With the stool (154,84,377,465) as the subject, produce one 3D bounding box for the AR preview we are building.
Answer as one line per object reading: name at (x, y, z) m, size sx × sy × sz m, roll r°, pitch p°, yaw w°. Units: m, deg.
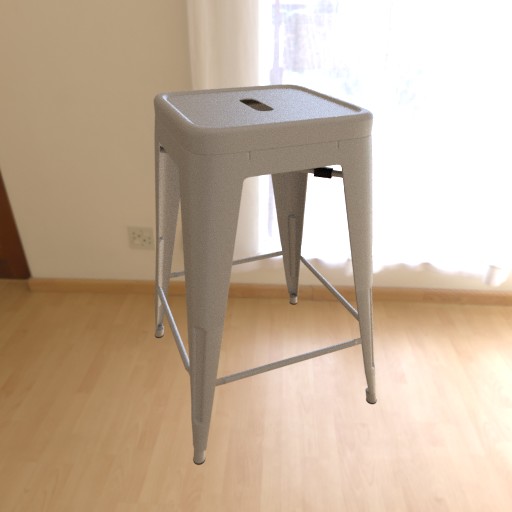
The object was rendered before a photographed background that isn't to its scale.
stool at (0.000, 0.000, 0.908) m, size 0.410 × 0.608 × 0.410 m, roll -11°, pitch 32°, yaw -19°
